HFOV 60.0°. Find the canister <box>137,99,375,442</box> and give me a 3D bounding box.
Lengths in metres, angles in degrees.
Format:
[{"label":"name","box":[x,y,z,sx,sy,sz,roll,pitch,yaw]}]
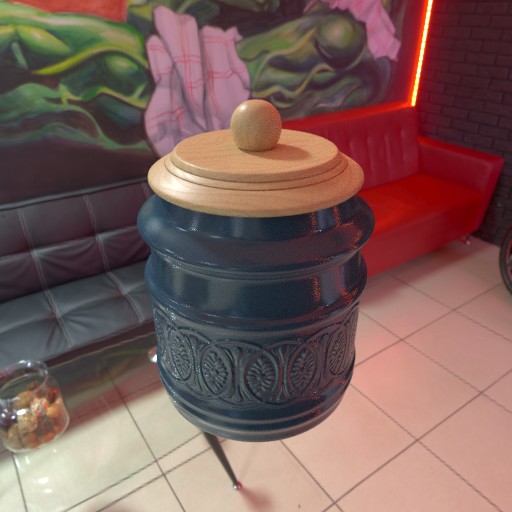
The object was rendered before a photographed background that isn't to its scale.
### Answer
[{"label":"canister","box":[0.000,0.000,0.262,0.130,0.176,0.130,0,29,0]}]
